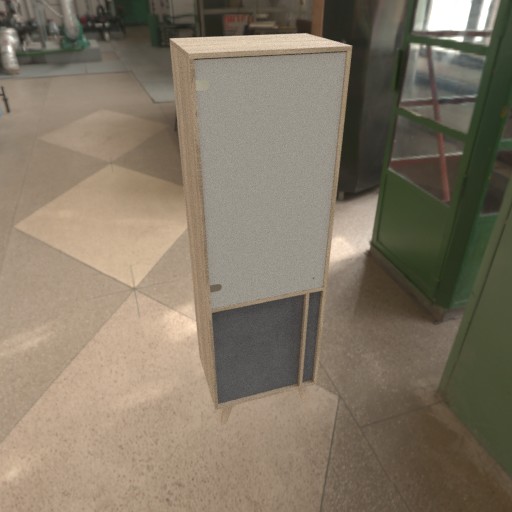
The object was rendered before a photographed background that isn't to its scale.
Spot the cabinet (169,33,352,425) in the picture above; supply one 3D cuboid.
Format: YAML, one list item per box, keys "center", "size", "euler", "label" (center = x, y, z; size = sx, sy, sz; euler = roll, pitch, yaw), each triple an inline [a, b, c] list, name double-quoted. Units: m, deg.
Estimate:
- center: [0.000, 0.000, 2.114]
  size: [0.570, 1.850, 0.400]
  euler: [-10, 34, -15]
  label: "cabinet"
